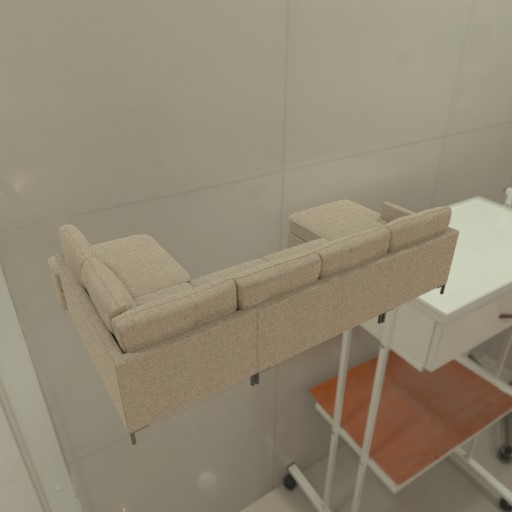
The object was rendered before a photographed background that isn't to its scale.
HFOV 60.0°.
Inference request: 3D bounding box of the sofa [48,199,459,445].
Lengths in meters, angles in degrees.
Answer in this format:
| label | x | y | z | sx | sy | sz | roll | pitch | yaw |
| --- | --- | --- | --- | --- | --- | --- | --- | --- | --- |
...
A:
| label | x | y | z | sx | sy | sz | roll | pitch | yaw |
| --- | --- | --- | --- | --- | --- | --- | --- | --- | --- |
| sofa | 0.000 | 0.000 | 4.284 | 3.423 | 0.996 | 2.021 | -18 | 34 | -29 |
